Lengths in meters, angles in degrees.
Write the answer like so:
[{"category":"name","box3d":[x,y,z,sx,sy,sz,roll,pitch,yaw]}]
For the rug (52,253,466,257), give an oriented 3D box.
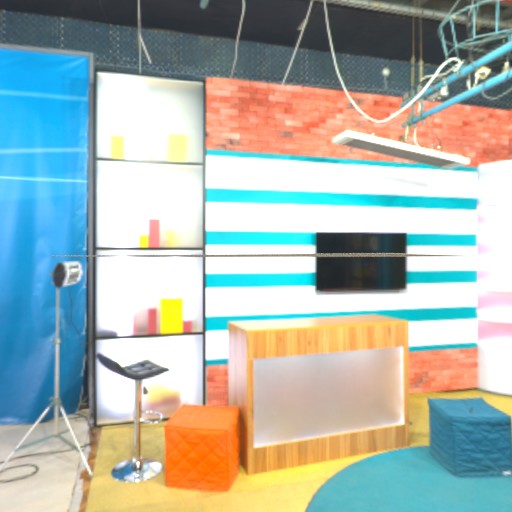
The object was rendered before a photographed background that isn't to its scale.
[{"category":"rug","box3d":[0.000,0.000,2.342,1.828,0.005,1.219,0,0,35]}]
